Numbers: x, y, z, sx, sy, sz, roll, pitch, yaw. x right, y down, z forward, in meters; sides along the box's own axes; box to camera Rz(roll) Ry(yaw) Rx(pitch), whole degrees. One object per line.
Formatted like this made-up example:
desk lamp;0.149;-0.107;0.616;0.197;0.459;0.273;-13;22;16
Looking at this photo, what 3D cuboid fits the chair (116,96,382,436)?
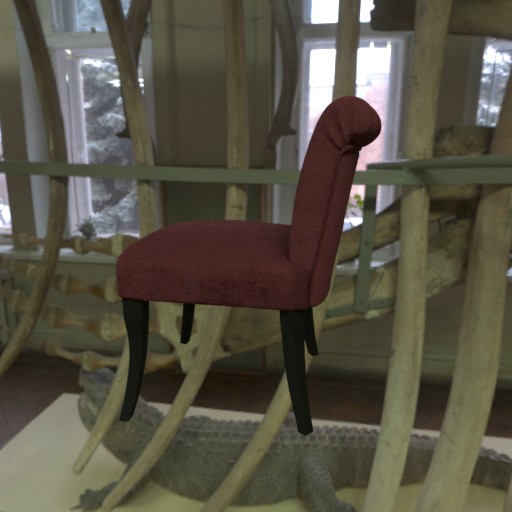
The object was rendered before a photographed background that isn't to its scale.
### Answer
chair;0.000;0.000;1.196;0.605;0.750;0.582;2;13;9
